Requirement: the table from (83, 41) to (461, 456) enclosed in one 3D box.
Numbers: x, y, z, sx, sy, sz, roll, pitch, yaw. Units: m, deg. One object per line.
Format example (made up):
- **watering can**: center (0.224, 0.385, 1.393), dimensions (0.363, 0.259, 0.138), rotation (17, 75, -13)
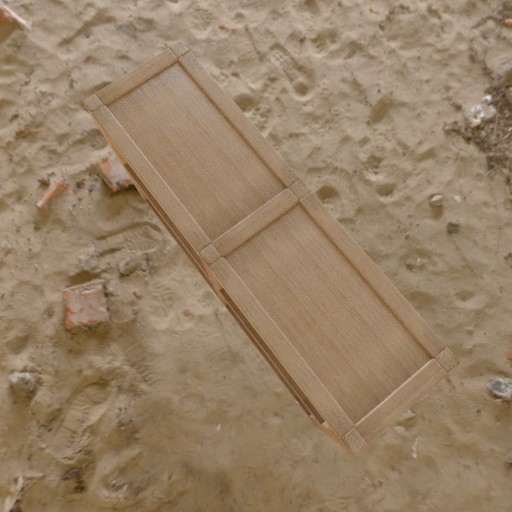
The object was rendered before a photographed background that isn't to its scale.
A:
- **table**: center (0.000, 0.000, 1.660), dimensions (0.381, 0.762, 1.320), rotation (-37, 78, -9)
